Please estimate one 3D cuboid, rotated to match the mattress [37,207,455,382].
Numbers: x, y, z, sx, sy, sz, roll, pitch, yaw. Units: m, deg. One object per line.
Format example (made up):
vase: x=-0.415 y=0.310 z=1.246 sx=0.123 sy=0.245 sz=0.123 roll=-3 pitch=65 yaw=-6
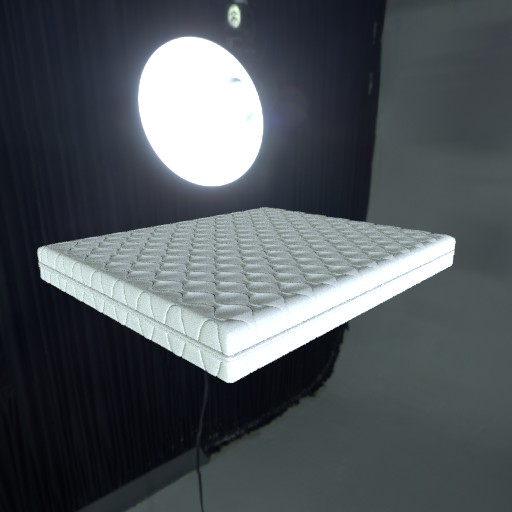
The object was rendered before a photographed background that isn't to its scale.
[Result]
mattress: x=0.000 y=0.000 z=2.622 sx=1.600 sy=0.200 sz=1.900 roll=15 pitch=21 yaw=42
